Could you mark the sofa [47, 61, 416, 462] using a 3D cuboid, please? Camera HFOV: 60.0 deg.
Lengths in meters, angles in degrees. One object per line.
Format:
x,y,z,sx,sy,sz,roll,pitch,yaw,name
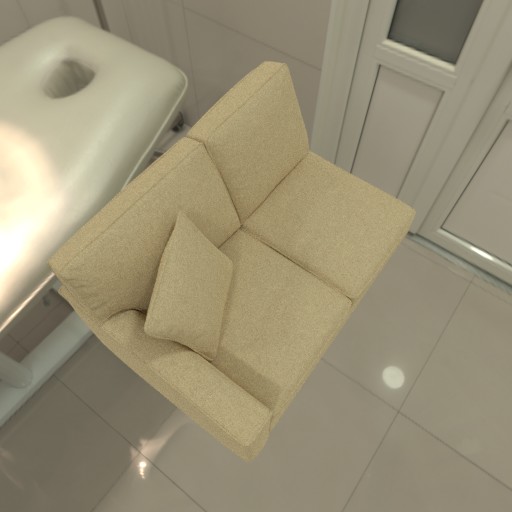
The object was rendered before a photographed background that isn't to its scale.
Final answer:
0.000,0.000,2.039,0.991,0.989,1.388,33,65,18,sofa
